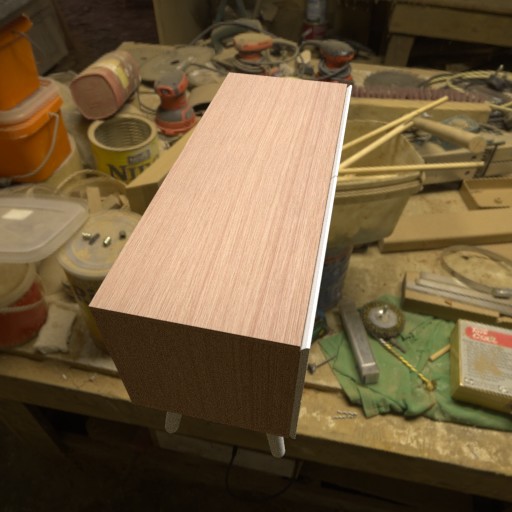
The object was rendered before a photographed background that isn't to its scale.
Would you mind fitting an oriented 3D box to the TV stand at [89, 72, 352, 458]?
[{"bbox_3d":[0.000,0.000,1.349,0.407,0.660,0.991,9,47,9],"label":"TV stand"}]
